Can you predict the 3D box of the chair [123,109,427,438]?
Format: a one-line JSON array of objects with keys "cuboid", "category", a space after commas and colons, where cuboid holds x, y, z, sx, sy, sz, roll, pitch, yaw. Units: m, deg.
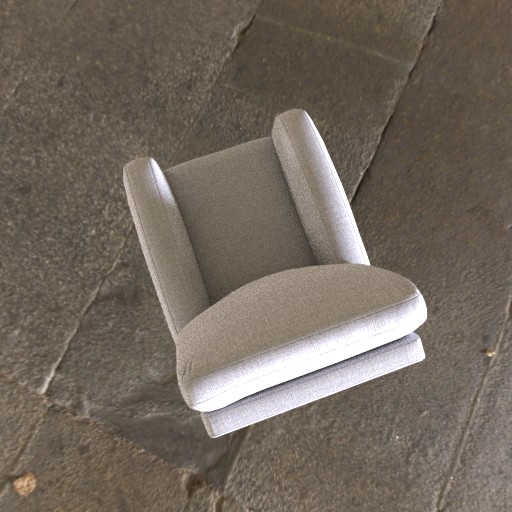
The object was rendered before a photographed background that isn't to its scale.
[{"cuboid": [0.000, 0.000, 1.621, 0.762, 0.990, 0.990, -19, 77, -4], "category": "chair"}]
